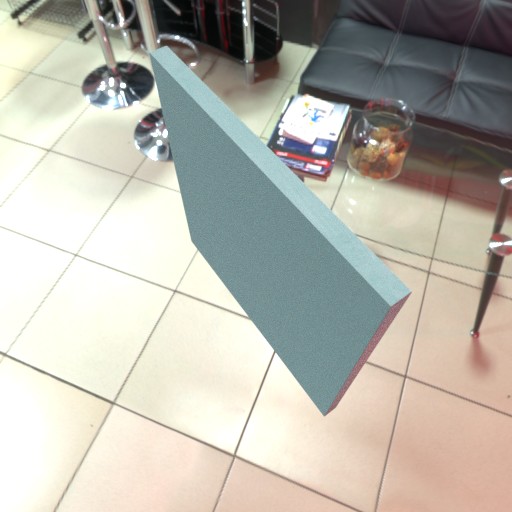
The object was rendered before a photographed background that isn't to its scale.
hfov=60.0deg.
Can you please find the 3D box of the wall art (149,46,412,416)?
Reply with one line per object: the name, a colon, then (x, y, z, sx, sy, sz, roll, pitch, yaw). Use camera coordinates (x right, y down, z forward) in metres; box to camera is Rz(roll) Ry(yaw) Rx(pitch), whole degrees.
wall art: (0.000, 0.000, 0.914, 0.036, 0.603, 0.603, -31, 63, -18)
